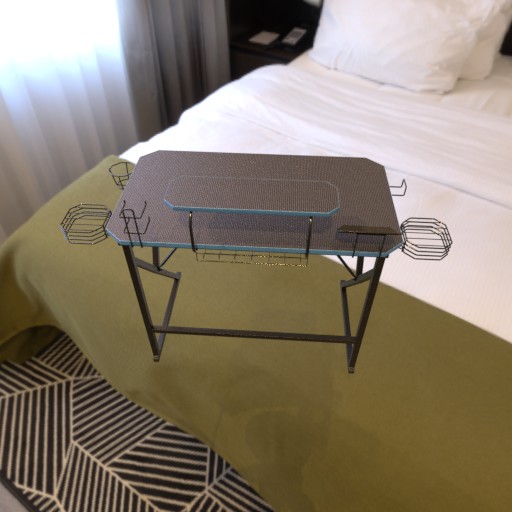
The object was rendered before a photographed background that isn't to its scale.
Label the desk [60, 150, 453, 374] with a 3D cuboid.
[{"bbox_3d":[0.000,0.000,1.797,1.295,0.909,0.594,3,44,3],"label":"desk"}]
